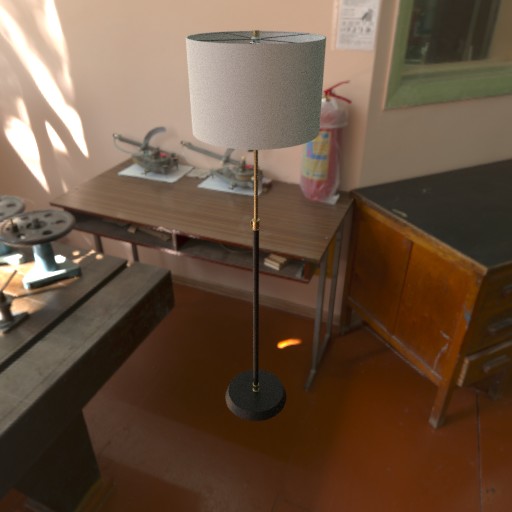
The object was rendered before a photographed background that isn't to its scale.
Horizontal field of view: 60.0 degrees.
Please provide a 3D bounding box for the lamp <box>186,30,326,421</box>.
[{"bbox_3d":[0.000,0.000,1.668,0.404,1.517,0.404,-19,36,-29],"label":"lamp"}]
